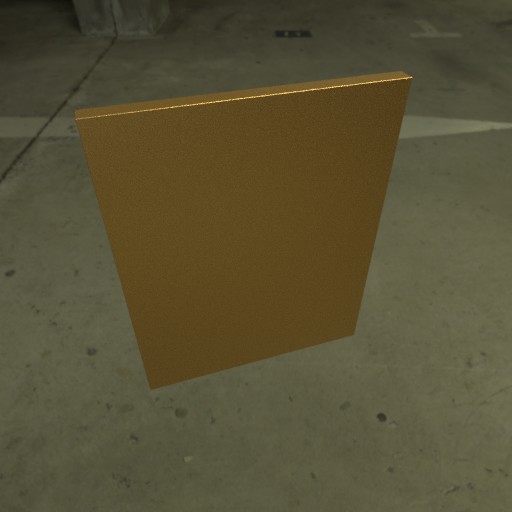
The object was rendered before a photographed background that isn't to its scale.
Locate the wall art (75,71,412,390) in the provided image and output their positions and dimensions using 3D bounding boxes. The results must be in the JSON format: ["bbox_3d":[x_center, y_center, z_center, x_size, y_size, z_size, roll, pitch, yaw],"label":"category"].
[{"bbox_3d":[0.000,0.000,1.030,0.610,0.762,0.038,-12,42,-14],"label":"wall art"}]
